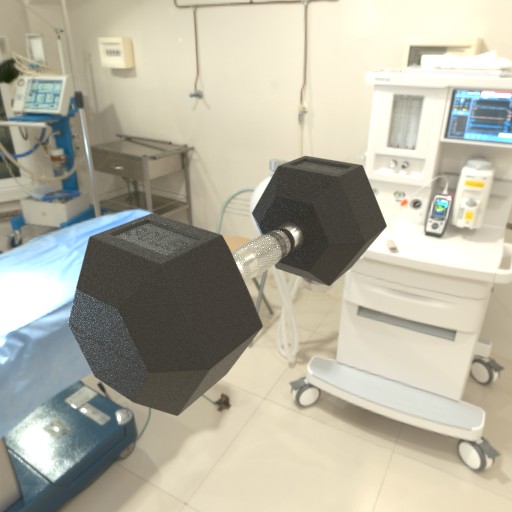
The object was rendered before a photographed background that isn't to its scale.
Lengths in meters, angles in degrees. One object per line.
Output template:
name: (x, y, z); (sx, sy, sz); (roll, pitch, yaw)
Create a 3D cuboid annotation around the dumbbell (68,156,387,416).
dumbbell: (0.000, 0.000, 0.415); (0.142, 0.123, 0.337); (18, 31, 32)
